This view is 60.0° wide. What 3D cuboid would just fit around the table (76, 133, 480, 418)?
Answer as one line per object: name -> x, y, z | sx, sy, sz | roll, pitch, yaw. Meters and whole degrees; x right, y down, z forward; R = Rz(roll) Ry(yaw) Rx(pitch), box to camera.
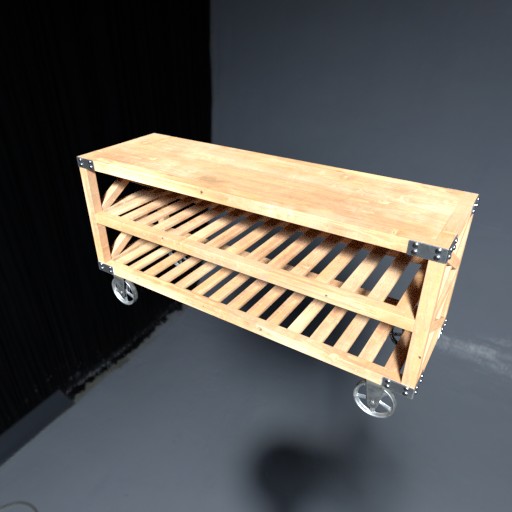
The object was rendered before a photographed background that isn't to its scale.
table -> 0.000, 0.000, 1.829 | 1.487, 0.711, 0.467 | 18, 34, 28
